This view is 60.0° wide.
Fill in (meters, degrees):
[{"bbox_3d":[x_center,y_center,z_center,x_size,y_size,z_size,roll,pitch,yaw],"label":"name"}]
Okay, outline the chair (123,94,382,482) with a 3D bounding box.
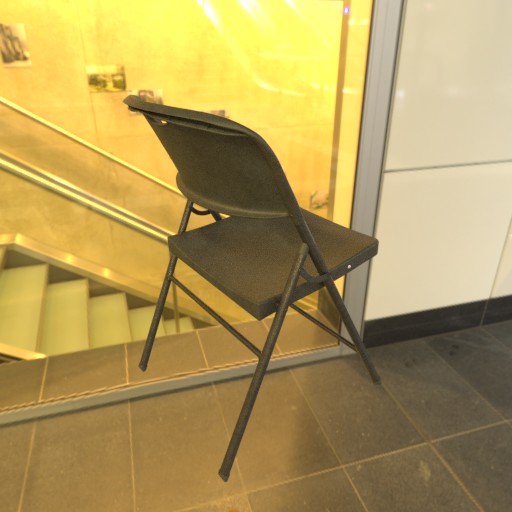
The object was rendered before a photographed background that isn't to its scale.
[{"bbox_3d":[0.000,0.000,1.153,0.566,0.810,0.494,-18,32,-32],"label":"chair"}]
